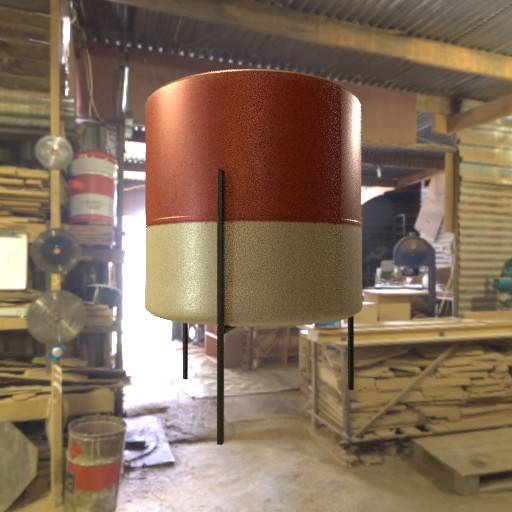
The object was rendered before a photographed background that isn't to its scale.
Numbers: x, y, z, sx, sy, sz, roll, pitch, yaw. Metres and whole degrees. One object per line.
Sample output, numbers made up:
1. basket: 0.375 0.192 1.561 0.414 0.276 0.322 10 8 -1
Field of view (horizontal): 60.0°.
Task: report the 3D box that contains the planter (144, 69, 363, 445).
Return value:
1. planter: 0.000 0.000 0.721 0.354 0.465 0.345 0 0 -17
